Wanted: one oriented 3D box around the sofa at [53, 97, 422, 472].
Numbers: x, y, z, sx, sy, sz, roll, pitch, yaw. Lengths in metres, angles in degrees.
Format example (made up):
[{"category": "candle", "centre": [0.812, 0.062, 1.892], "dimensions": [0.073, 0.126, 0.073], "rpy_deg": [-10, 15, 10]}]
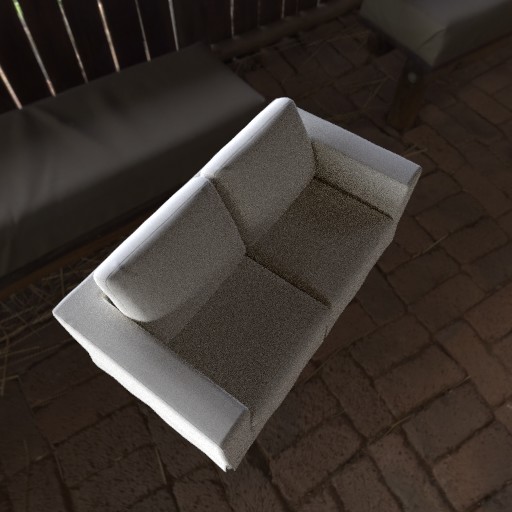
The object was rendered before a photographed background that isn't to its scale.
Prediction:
[{"category": "sofa", "centre": [0.000, 0.000, 2.394], "dimensions": [1.009, 0.932, 1.813], "rpy_deg": [32, 64, 18]}]
